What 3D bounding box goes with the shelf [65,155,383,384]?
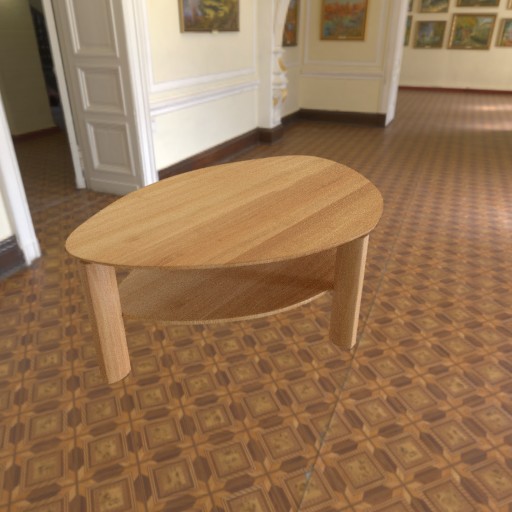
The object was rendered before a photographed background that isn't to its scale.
[{"bbox_3d":[0.000,0.000,1.615,0.845,0.440,1.246,18,32,32],"label":"shelf"}]
